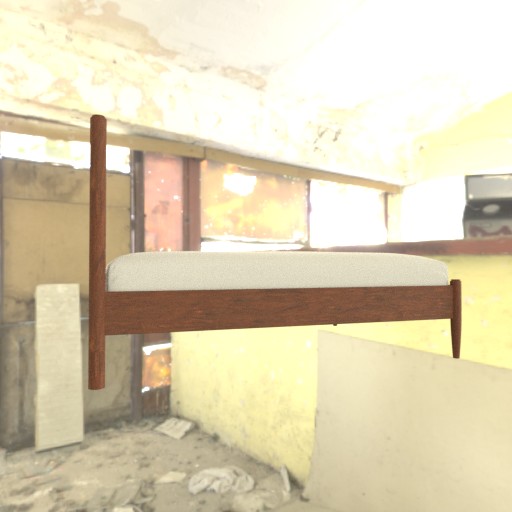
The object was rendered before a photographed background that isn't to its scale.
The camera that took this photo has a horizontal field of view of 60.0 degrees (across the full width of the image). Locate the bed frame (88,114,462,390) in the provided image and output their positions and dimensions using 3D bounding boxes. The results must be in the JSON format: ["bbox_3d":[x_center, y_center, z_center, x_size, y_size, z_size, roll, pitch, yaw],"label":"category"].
[{"bbox_3d":[0.000,0.000,3.245,2.234,1.321,1.655,0,-1,-19],"label":"bed frame"}]
